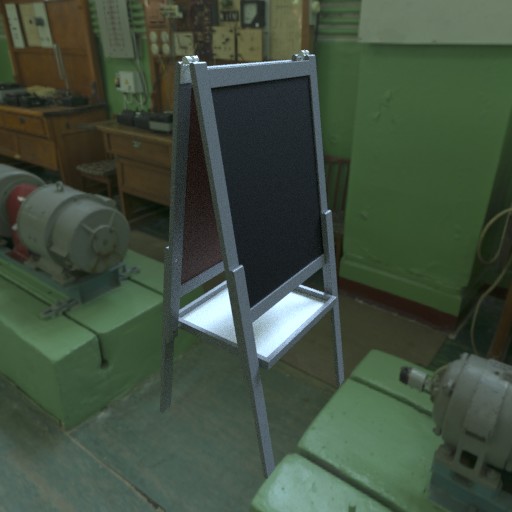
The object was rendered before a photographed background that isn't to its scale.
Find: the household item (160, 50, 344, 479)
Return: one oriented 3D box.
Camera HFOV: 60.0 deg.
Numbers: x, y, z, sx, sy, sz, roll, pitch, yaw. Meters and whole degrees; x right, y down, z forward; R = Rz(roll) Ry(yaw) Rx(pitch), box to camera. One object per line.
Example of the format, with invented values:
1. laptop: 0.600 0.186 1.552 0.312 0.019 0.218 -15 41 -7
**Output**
1. household item: 0.000 0.000 1.406 0.469 1.172 0.531 18 31 31
